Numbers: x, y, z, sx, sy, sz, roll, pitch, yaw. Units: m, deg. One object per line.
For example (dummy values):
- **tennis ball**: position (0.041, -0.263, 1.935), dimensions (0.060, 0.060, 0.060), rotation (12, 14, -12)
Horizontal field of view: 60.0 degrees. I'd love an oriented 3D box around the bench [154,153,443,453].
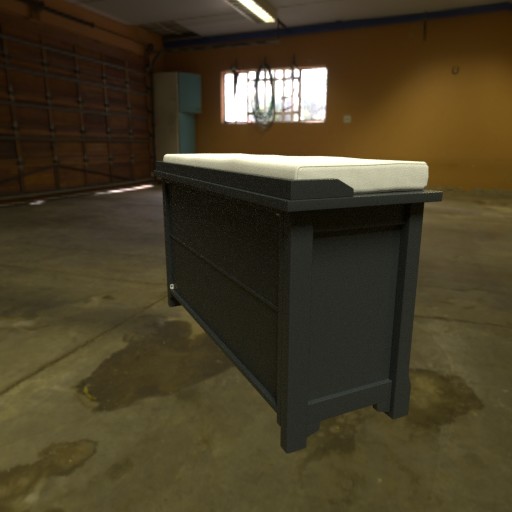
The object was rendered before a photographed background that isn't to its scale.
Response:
- **bench**: position (0.000, 0.000, 1.269), dimensions (0.345, 0.561, 0.973), rotation (-7, 16, -24)
